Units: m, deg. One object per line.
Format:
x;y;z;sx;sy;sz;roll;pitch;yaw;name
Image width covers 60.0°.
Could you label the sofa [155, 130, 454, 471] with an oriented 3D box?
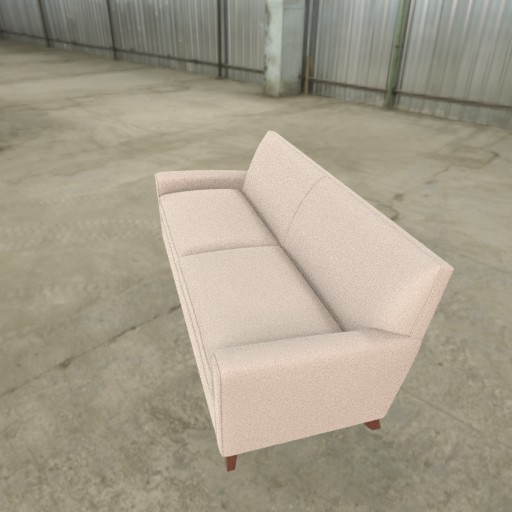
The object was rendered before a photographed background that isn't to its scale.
0.000;0.000;2.430;0.875;0.846;2.000;-9;31;-15;sofa
